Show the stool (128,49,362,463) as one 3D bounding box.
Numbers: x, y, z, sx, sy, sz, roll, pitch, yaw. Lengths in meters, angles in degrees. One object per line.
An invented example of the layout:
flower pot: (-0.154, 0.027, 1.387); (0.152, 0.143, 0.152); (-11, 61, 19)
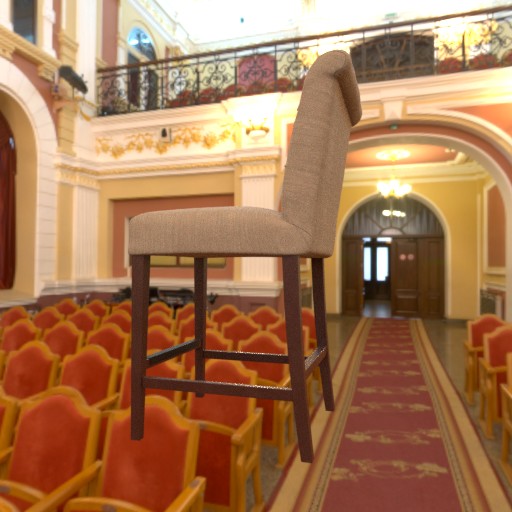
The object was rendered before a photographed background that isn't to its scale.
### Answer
stool: (0.000, 0.000, 1.440); (0.660, 1.084, 0.486); (0, -1, 17)
